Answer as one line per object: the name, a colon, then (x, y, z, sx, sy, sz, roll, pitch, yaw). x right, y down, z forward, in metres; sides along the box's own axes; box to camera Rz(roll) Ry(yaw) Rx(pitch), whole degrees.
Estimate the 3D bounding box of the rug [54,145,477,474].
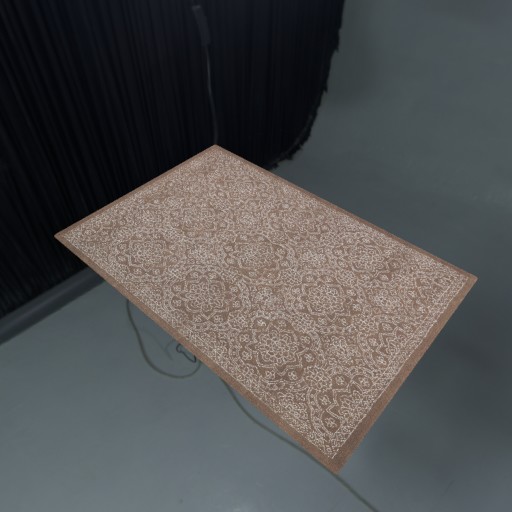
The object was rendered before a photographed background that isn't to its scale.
rug: (0.000, 0.000, 2.846, 2.286, 0.011, 1.524, 32, 54, 28)
